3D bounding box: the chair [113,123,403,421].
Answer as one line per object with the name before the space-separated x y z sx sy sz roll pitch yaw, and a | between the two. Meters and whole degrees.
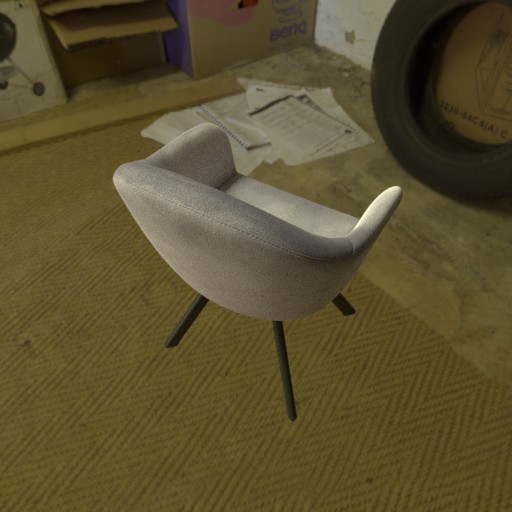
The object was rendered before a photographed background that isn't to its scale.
chair | 0.000 0.000 1.153 0.570 0.780 0.540 24 52 21
